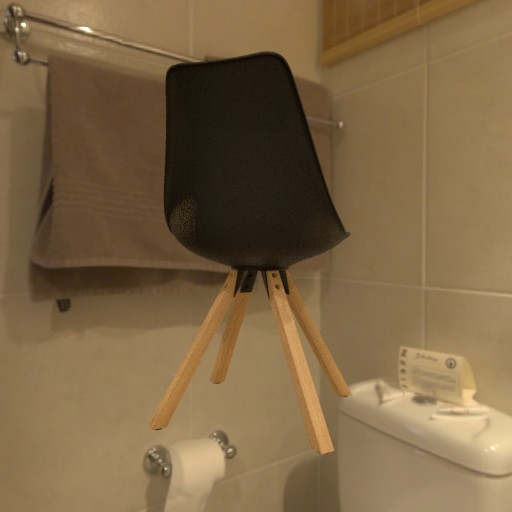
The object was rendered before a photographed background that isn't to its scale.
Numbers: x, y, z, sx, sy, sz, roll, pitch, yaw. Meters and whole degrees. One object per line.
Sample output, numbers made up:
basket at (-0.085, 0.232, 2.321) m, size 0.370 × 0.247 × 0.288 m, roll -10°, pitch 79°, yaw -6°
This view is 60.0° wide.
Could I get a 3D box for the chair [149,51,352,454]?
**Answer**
chair at (0.000, 0.000, 1.188) m, size 0.485 × 0.850 × 0.549 m, roll 0°, pitch 2°, yaw 18°
